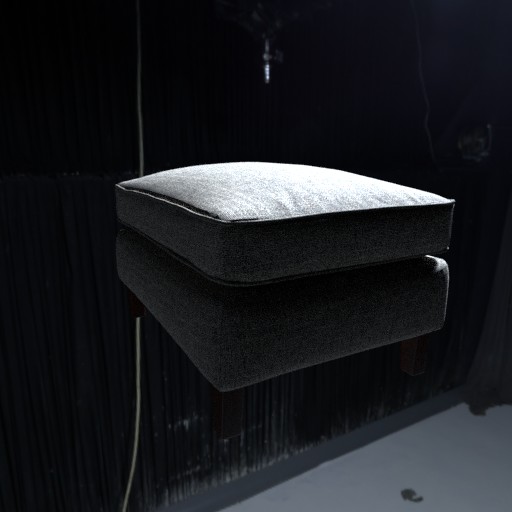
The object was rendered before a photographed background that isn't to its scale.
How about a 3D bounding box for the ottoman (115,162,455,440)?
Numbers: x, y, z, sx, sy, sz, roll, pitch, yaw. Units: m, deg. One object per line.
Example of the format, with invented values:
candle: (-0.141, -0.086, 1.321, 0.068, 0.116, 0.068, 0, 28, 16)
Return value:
ottoman: (0.000, 0.000, 0.990, 0.508, 0.406, 0.686, -7, 16, -28)
